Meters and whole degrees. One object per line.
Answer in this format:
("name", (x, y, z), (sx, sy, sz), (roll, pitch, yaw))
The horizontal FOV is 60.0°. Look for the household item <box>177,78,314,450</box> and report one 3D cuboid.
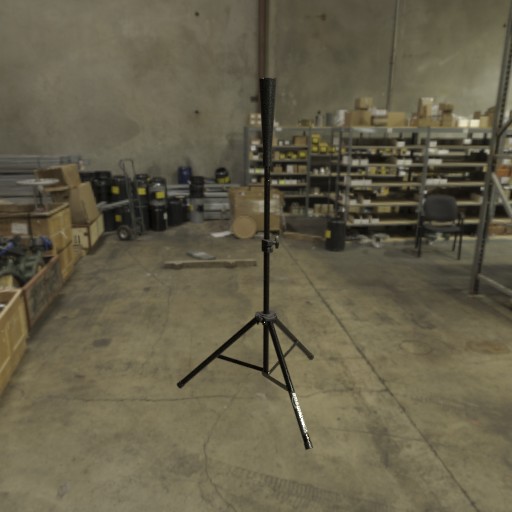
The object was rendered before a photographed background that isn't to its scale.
("household item", (0.000, 0.000, 1.417), (0.559, 1.067, 0.559), (-2, 16, -7))
